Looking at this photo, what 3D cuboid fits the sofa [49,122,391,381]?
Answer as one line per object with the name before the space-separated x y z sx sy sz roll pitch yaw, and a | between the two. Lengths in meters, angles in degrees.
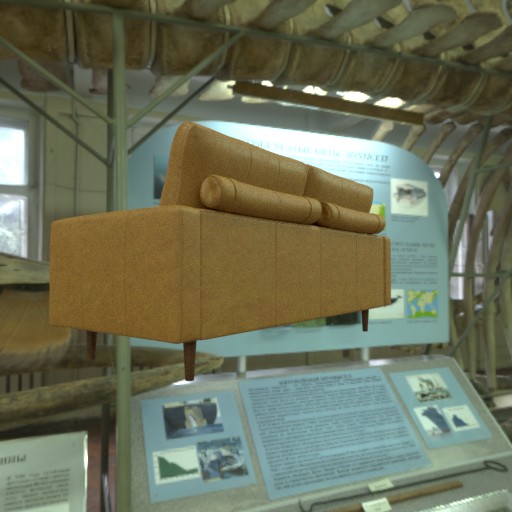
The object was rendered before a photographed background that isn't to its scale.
sofa | 0.000 0.000 2.300 0.850 0.898 1.821 -1 -2 37
